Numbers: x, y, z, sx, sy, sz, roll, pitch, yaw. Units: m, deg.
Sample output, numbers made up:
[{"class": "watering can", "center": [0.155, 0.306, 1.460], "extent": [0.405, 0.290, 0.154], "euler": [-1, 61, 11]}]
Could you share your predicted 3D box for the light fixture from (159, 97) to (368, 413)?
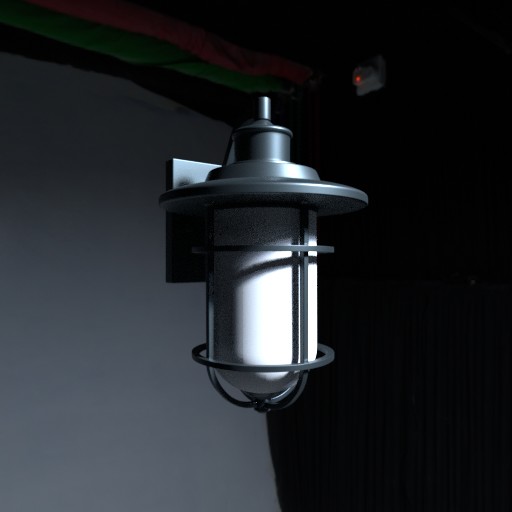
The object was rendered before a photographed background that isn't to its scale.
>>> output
[{"class": "light fixture", "center": [0.000, 0.000, 0.498], "extent": [0.222, 0.345, 0.252], "euler": [0, -1, -36]}]
